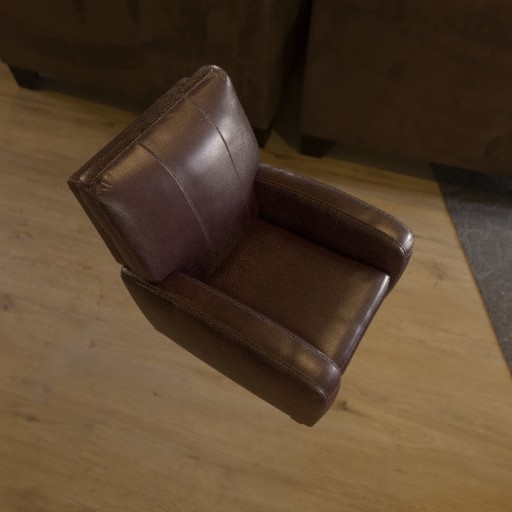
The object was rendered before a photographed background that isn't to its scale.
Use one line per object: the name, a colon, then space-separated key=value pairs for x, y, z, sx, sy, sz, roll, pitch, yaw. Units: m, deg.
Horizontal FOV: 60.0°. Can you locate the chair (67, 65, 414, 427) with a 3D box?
chair: x=0.000 y=0.000 z=1.665 sx=0.990 sy=0.990 sz=0.762 roll=29 pitch=63 yaw=17
